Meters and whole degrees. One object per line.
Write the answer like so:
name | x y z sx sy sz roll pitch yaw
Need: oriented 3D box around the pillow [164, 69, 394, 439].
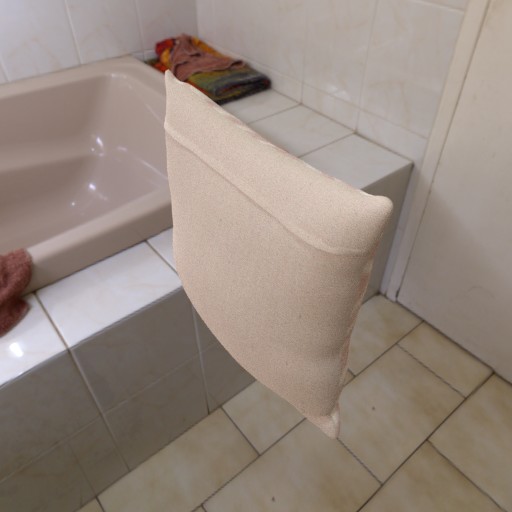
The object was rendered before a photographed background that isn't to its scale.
pillow | 0.000 0.000 0.669 0.182 0.441 0.440 -27 49 -26
